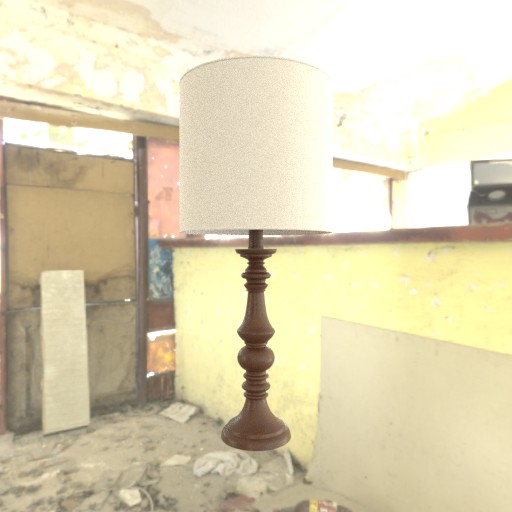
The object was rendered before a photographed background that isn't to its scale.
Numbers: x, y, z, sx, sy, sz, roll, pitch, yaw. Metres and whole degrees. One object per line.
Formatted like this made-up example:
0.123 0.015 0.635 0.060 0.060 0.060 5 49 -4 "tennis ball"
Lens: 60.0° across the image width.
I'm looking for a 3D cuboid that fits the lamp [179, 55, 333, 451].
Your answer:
0.000 0.000 0.734 0.250 0.597 0.250 0 1 -18 "lamp"
